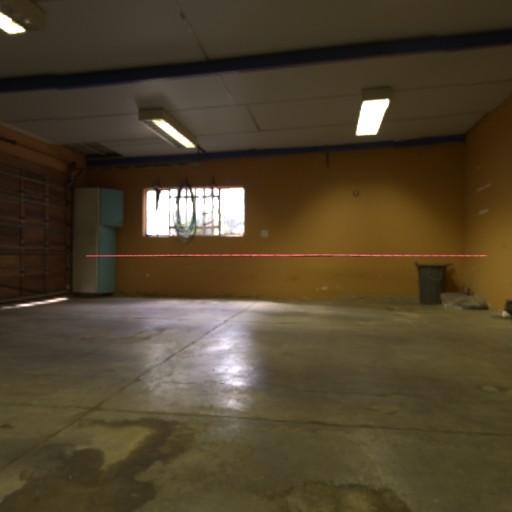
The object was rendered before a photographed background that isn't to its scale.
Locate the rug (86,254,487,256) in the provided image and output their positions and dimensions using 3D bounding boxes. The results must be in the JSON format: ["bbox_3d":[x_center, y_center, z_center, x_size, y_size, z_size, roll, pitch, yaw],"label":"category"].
[{"bbox_3d":[0.000,0.000,2.880,1.579,0.007,2.184,0,0,-35],"label":"rug"}]
